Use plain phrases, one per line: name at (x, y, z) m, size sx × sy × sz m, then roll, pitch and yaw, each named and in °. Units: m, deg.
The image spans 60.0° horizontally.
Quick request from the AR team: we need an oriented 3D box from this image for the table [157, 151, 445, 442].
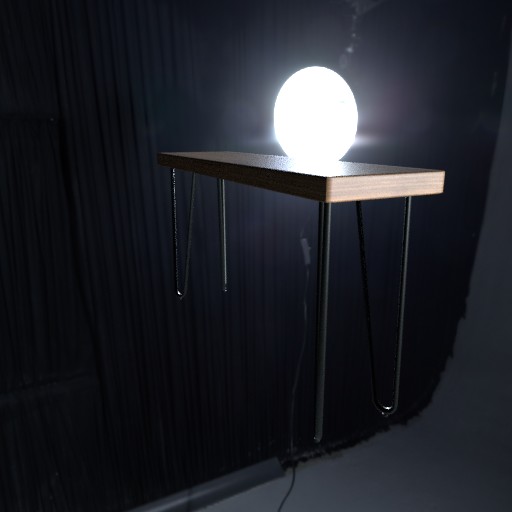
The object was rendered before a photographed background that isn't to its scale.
table at (0.000, 0.000, 1.948) m, size 0.425 × 0.834 × 1.570 m, roll -8°, pitch 17°, yaw -26°
